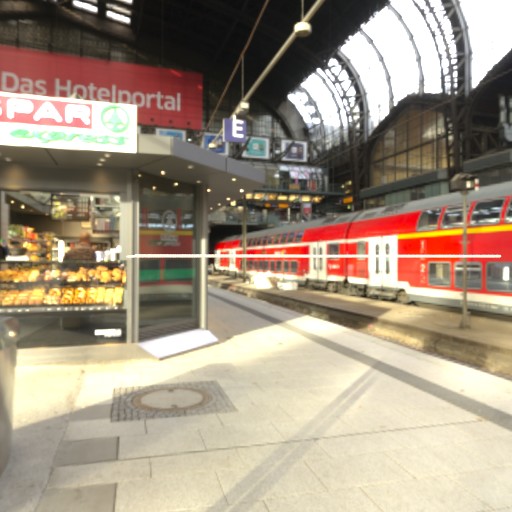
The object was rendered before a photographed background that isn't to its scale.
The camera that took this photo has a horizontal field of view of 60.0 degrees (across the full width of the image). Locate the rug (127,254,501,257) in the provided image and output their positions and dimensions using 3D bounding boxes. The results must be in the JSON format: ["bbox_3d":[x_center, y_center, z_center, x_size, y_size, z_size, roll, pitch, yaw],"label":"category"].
[{"bbox_3d":[0.000,0.000,2.236,1.232,0.015,1.825,0,0,-17],"label":"rug"}]
